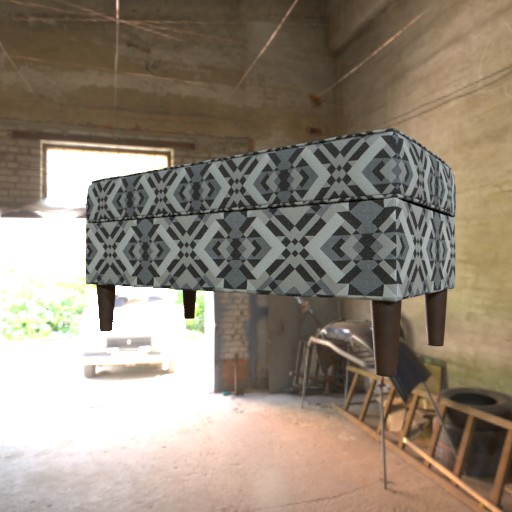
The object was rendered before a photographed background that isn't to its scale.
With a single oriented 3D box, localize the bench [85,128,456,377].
[{"bbox_3d":[0.000,0.000,1.302,1.016,0.477,0.492,0,-1,36],"label":"bench"}]
